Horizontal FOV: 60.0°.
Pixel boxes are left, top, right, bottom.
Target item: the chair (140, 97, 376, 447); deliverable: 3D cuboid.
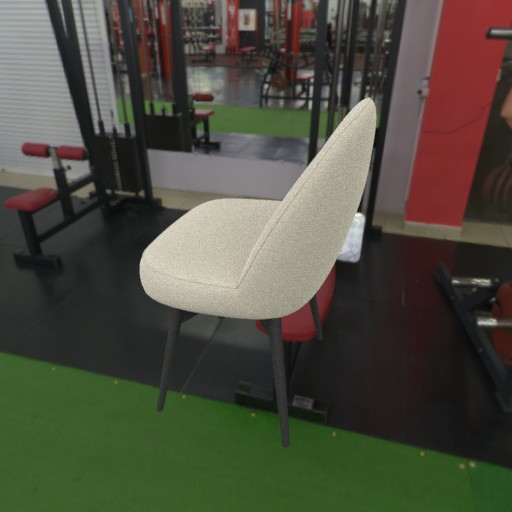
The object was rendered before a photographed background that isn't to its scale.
[{"bbox_3d":[0.000,0.000,1.203,0.540,0.838,0.532,9,30,16],"label":"chair"}]
